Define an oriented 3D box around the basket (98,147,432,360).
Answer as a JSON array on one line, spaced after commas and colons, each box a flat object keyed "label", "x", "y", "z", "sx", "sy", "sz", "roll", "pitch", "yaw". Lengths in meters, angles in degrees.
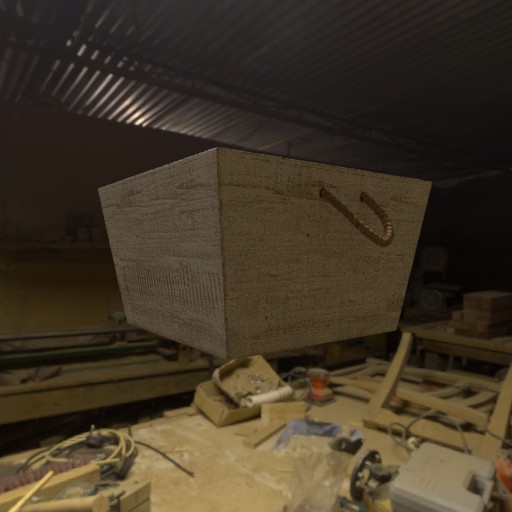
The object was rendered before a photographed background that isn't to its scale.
[{"label": "basket", "x": 0.000, "y": 0.000, "z": 0.770, "sx": 0.413, "sy": 0.247, "sz": 0.545, "roll": -1, "pitch": 1, "yaw": -37}]
